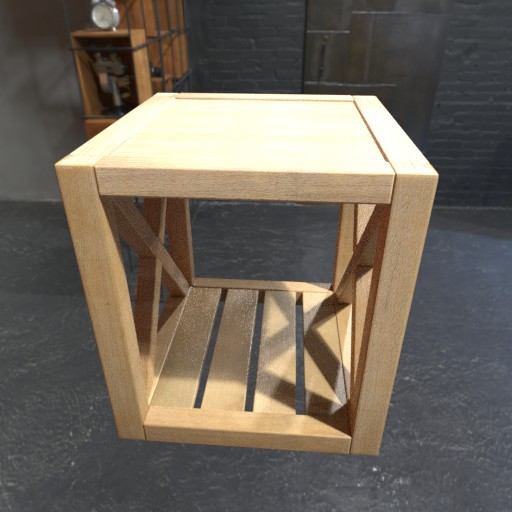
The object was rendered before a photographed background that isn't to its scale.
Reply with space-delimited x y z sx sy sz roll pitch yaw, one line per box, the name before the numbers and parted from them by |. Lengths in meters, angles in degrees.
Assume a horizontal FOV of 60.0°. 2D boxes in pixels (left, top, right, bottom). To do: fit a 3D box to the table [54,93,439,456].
table | 0.000 0.000 1.017 0.558 0.610 0.559 2 30 4
